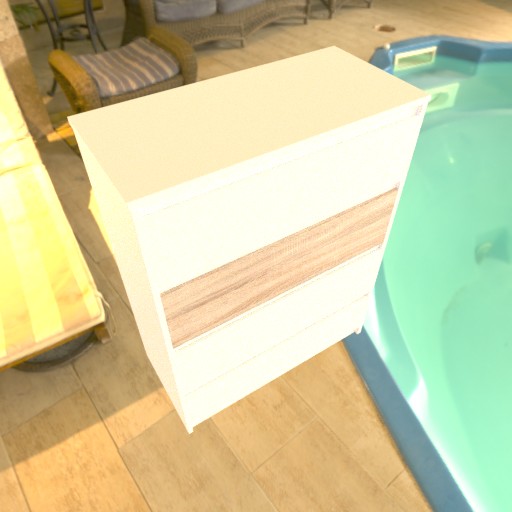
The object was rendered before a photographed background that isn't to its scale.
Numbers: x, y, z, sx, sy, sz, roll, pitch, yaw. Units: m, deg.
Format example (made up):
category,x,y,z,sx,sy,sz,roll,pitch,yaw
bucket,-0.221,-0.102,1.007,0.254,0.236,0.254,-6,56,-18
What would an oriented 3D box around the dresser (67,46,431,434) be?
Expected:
category,x,y,z,sx,sy,sz,roll,pitch,yaw
dresser,0.000,0.000,1.442,0.800,1.040,0.380,-24,51,-22
